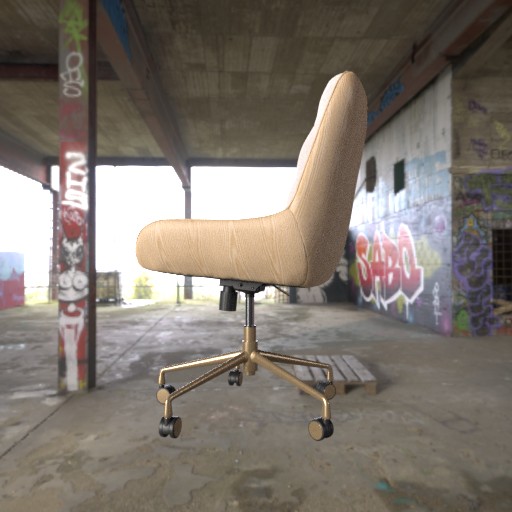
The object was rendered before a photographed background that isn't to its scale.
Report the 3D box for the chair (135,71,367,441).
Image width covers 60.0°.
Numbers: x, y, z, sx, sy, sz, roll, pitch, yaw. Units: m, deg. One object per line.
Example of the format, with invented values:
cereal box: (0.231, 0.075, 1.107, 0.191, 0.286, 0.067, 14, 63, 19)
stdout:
chair: (0.000, 0.000, 1.364, 0.668, 0.952, 0.564, 0, -1, 17)
